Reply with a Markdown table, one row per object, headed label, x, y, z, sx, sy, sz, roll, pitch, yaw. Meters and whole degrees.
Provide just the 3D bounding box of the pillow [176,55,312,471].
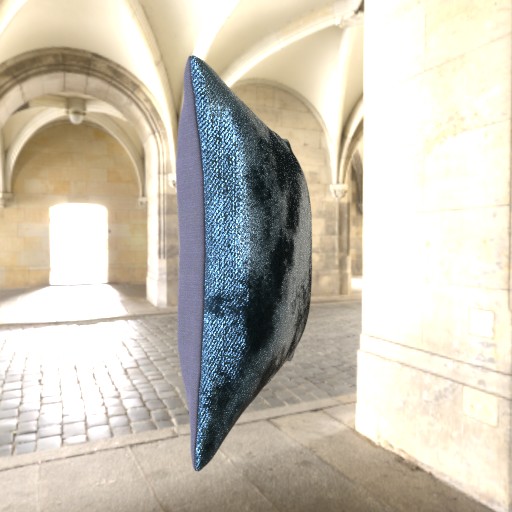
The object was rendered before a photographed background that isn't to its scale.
| label | x | y | z | sx | sy | sz | roll | pitch | yaw |
| --- | --- | --- | --- | --- | --- | --- | --- | --- | --- |
| pillow | 0.000 | 0.000 | 0.654 | 0.138 | 0.430 | 0.436 | 0 | 2 | 17 |
